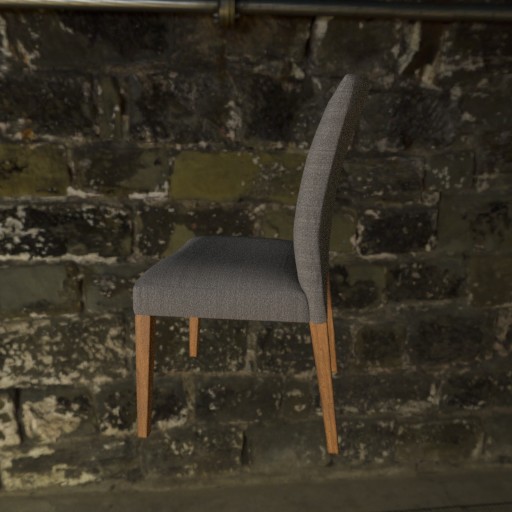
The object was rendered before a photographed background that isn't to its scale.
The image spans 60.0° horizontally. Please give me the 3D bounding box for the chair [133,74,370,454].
[{"bbox_3d":[0.000,0.000,1.297,0.585,0.940,0.496,3,16,9],"label":"chair"}]
